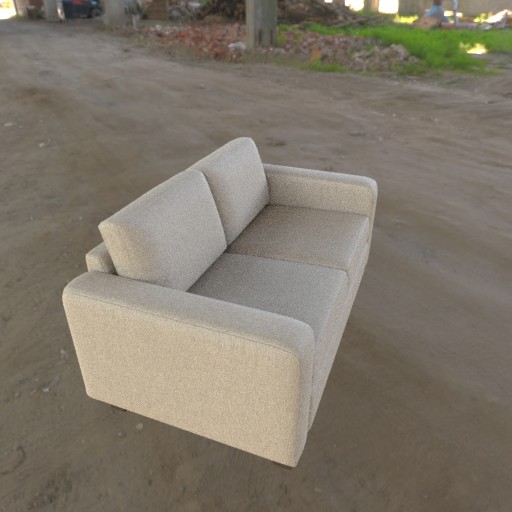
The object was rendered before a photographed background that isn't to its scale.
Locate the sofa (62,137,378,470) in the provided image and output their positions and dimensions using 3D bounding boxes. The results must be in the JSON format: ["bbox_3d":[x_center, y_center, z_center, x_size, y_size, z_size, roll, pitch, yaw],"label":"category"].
[{"bbox_3d":[0.000,0.000,2.090,0.900,0.800,1.540,11,32,18],"label":"sofa"}]
